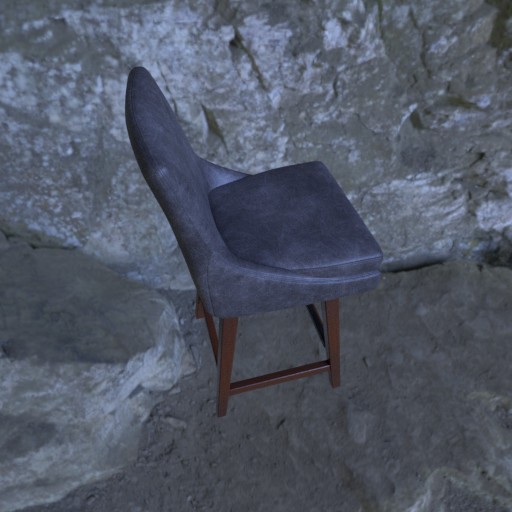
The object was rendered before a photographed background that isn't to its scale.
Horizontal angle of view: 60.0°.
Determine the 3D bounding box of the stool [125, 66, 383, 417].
[{"bbox_3d":[0.000,0.000,1.367,0.587,1.046,0.492,-11,46,-11],"label":"stool"}]
